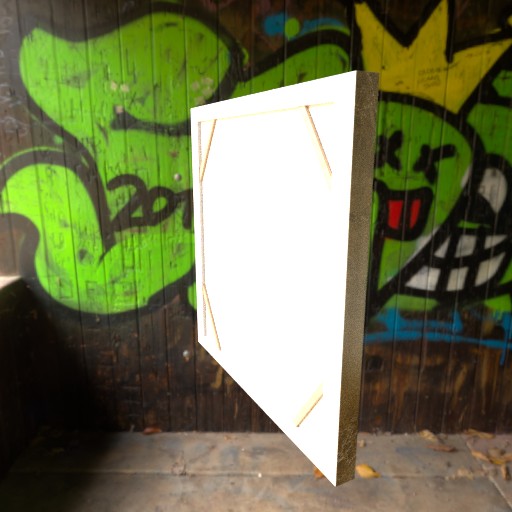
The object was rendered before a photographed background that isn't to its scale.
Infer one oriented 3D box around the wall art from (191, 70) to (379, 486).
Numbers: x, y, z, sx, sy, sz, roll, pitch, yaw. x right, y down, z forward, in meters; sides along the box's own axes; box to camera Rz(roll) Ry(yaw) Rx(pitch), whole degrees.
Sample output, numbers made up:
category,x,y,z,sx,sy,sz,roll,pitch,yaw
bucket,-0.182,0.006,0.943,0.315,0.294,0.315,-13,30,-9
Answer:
category,x,y,z,sx,sy,sz,roll,pitch,yaw
wall art,0.000,0.000,0.894,0.038,0.610,0.610,-7,15,-27
